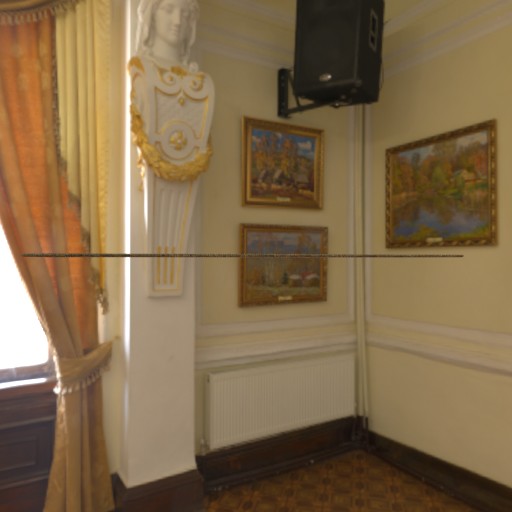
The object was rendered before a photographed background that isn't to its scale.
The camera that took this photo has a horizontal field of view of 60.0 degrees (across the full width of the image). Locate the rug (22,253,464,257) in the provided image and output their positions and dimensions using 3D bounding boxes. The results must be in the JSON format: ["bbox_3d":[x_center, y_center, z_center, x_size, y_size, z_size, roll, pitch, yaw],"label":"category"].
[{"bbox_3d":[0.000,0.000,2.681,2.413,0.016,0.810,0,0,-19],"label":"rug"}]
